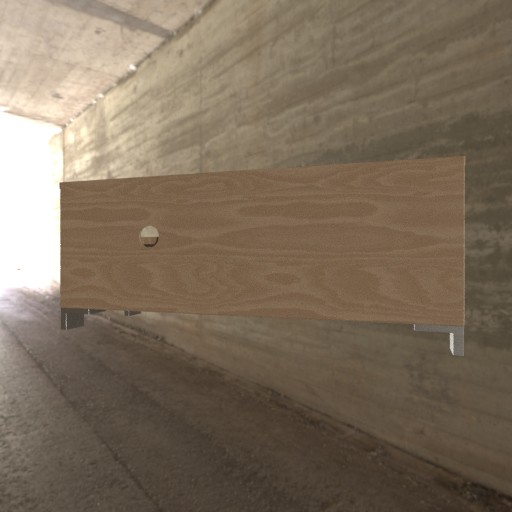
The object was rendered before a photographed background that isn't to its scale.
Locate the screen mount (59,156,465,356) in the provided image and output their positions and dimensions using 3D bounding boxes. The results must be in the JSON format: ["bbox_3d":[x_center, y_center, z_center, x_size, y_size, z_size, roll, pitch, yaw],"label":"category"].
[{"bbox_3d":[0.000,0.000,1.314,1.084,0.432,0.406,0,0,19],"label":"screen mount"}]
